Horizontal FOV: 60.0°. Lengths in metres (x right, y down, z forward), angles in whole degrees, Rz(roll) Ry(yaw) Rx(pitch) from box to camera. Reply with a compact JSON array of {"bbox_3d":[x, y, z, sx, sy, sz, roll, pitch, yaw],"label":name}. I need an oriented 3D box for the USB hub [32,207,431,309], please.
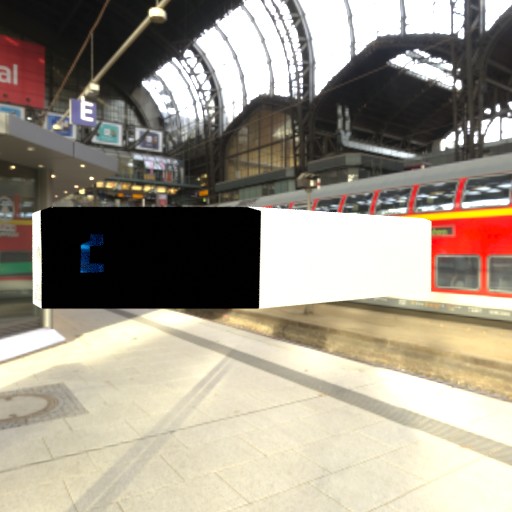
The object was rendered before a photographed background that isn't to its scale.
[{"bbox_3d":[0.000,0.000,0.126,0.110,0.023,0.044,-1,1,-36],"label":"USB hub"}]
